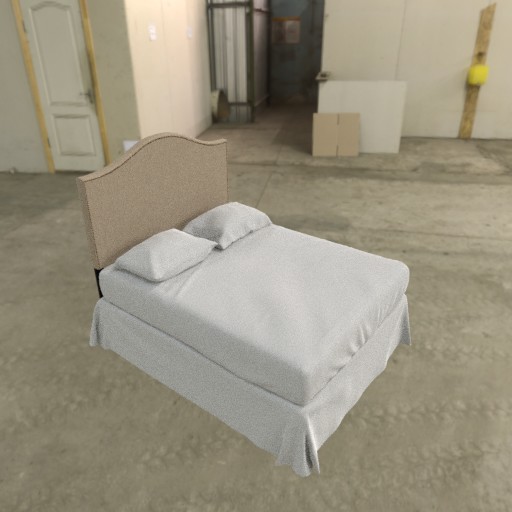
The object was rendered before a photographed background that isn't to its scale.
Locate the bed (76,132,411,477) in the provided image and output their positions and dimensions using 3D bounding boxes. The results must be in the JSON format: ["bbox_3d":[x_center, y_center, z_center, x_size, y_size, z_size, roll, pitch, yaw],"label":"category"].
[{"bbox_3d":[0.000,0.000,3.486,2.221,1.645,1.876,19,33,33],"label":"bed"}]
